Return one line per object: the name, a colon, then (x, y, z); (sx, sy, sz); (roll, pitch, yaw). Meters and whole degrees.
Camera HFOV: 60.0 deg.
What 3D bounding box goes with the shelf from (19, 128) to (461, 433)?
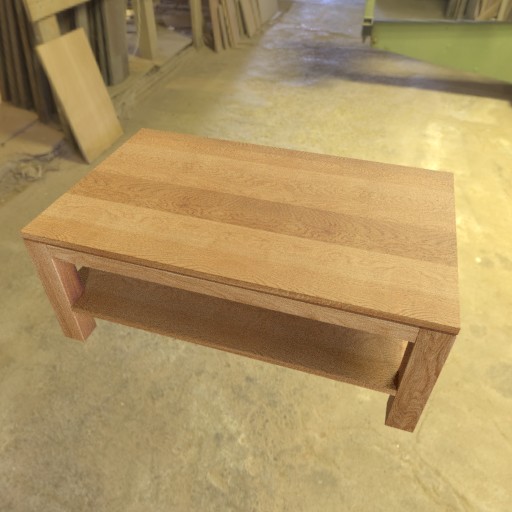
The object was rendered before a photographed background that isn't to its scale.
shelf: (0.000, 0.000, 1.490); (1.150, 0.450, 0.700); (12, 42, 13)
